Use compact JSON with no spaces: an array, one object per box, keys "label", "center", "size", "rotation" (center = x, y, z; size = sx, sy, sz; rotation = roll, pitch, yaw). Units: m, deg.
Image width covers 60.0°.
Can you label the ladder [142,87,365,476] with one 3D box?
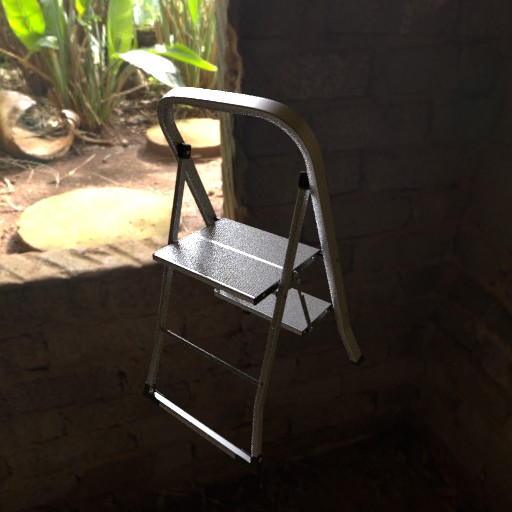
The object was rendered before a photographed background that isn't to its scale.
[{"label":"ladder","center":[0.000,0.000,1.141],"size":[0.465,0.830,0.530],"rotation":[21,35,32]}]
